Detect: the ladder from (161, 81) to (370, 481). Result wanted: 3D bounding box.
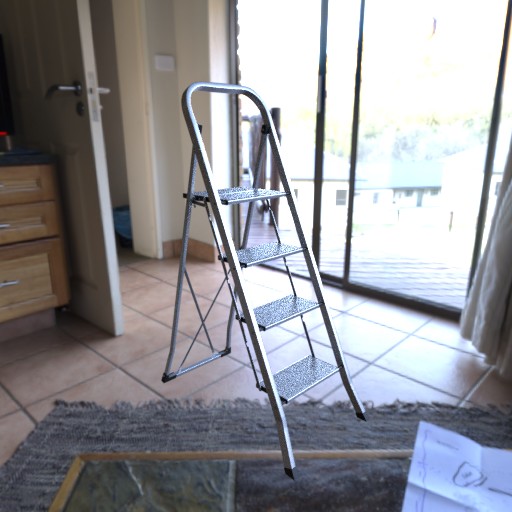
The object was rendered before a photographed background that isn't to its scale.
[{"bbox_3d":[0.000,0.000,1.733,0.465,1.290,0.830,-15,21,-43],"label":"ladder"}]
